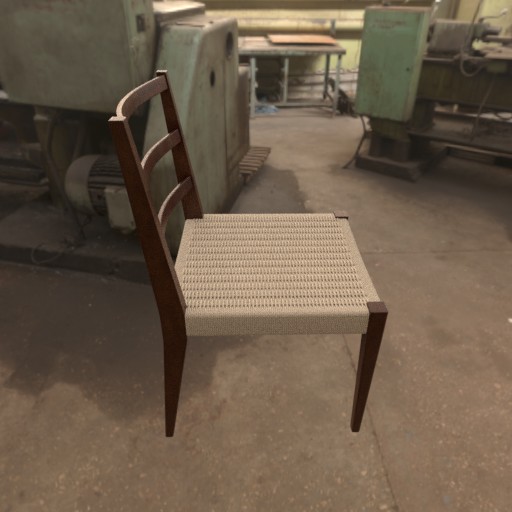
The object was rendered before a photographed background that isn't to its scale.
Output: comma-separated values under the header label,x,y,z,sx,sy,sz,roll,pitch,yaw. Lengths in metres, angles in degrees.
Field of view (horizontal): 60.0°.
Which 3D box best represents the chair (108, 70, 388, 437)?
label,x,y,z,sx,sy,sz,roll,pitch,yaw
chair,0.000,0.000,1.133,0.551,0.813,0.480,0,32,-1
